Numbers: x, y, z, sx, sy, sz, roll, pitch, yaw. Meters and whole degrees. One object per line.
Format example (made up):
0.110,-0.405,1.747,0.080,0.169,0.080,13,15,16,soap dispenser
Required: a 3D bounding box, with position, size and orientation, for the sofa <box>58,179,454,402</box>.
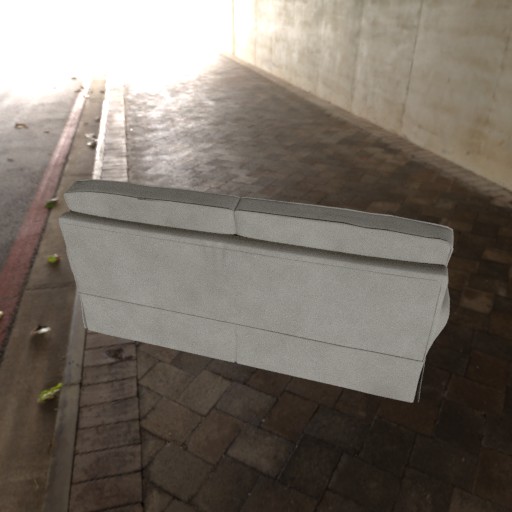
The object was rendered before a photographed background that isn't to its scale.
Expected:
0.000,0.000,2.784,2.246,1.014,0.900,9,31,15,sofa
